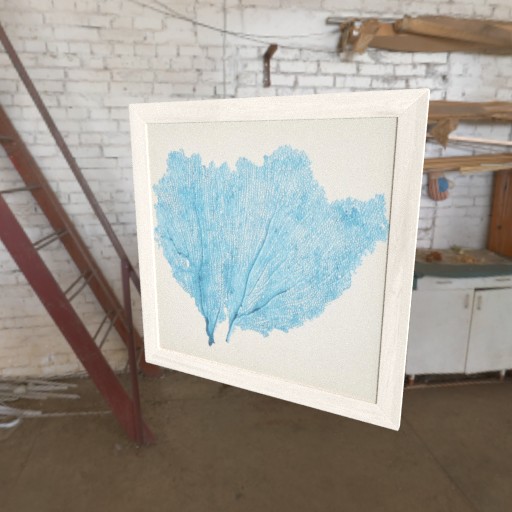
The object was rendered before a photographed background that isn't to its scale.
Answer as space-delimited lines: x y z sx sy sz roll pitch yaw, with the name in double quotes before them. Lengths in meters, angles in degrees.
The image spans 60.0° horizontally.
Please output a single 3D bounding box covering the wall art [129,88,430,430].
"wall art" 0.000 0.000 0.864 0.584 0.584 0.013 7 16 26
